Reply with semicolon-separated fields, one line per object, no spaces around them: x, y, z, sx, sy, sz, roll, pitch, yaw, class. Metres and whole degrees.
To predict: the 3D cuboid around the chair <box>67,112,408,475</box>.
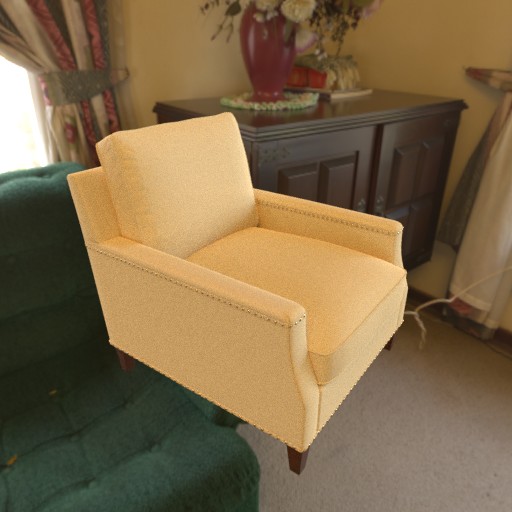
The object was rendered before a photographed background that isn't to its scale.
0.000;0.000;1.705;1.014;0.943;0.853;18;31;32;chair
